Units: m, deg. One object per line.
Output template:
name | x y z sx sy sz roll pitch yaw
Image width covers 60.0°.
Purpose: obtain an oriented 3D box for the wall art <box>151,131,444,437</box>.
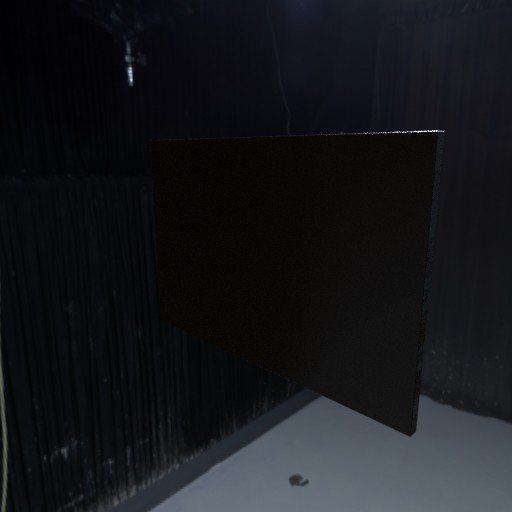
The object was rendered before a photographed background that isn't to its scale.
wall art | 0.000 0.000 1.177 0.027 0.610 0.932 -13 18 -43
